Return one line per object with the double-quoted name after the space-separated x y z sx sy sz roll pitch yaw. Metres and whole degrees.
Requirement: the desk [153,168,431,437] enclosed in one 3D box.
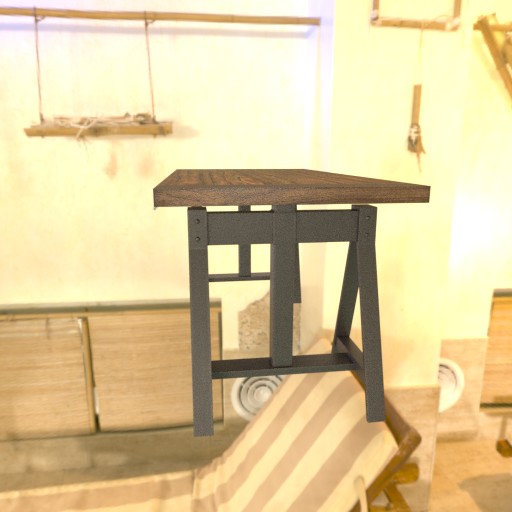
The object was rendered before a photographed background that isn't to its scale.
0.000 0.000 2.006 0.784 0.725 1.543 -2 13 -7 "desk"
